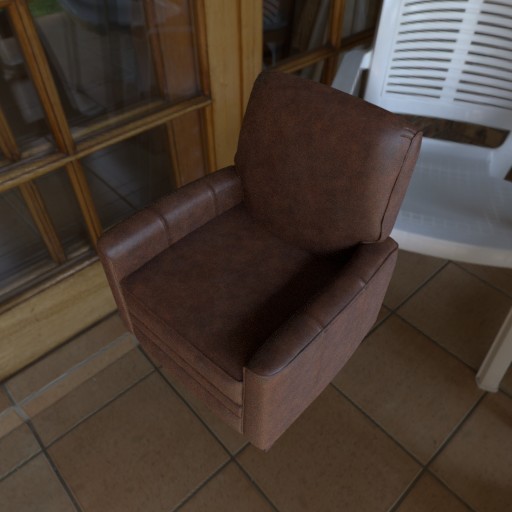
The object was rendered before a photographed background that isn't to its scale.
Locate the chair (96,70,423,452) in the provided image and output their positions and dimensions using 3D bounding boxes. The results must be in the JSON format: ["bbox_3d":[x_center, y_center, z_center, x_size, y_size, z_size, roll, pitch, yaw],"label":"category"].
[{"bbox_3d":[0.000,0.000,1.627,0.839,1.010,0.850,33,54,28],"label":"chair"}]
